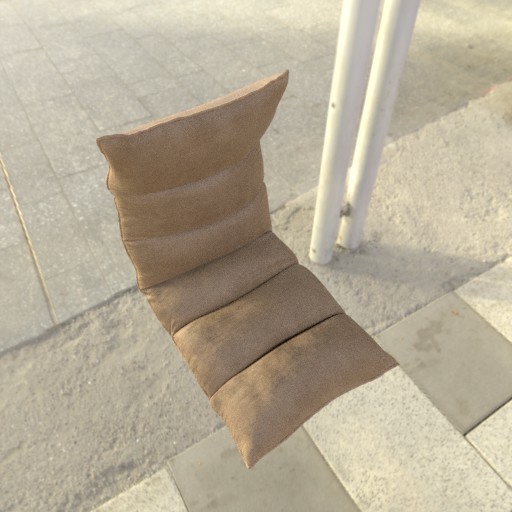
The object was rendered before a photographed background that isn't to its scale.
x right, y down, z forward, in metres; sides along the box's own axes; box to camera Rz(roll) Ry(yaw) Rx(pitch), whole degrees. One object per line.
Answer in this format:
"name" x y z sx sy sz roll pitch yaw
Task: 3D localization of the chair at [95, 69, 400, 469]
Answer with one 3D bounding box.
"chair" 0.000 0.000 1.549 0.714 0.892 0.985 -26 53 -22
